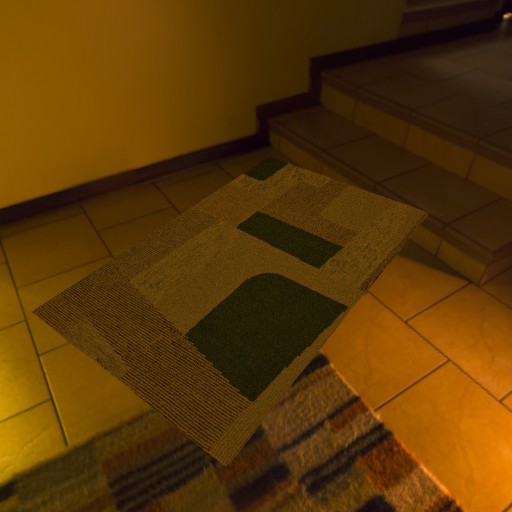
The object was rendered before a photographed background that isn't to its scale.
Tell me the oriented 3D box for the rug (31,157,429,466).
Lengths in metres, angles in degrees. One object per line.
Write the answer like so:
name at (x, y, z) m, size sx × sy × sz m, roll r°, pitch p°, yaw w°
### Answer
rug at (0.000, 0.000, 3.032) m, size 1.521 × 0.015 × 2.436 m, roll 26°, pitch 47°, yaw 27°
